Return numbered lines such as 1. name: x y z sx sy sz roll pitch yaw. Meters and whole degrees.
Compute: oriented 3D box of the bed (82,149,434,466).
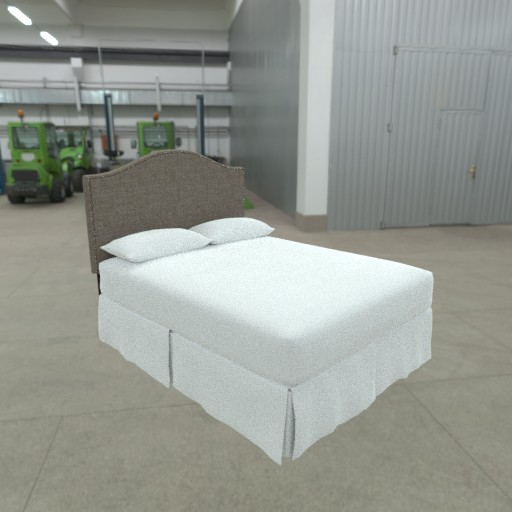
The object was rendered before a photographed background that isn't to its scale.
1. bed: 0.000 0.000 3.298 2.153 1.518 1.713 14 20 43
